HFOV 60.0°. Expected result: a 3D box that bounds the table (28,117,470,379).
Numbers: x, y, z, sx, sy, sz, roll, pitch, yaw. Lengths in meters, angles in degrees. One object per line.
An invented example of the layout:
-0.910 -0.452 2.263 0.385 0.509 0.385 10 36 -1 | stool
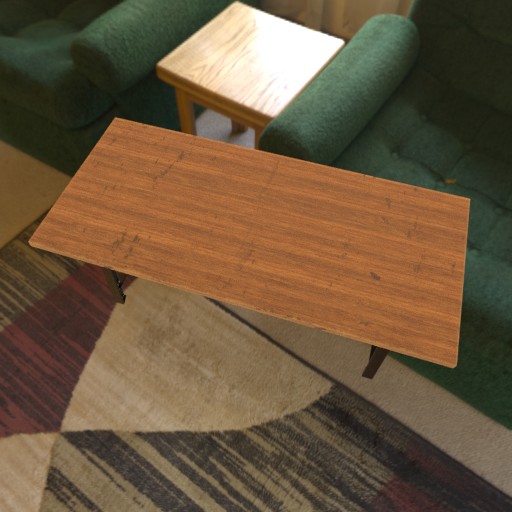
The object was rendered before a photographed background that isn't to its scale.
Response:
0.000 0.000 2.726 2.200 0.757 1.000 15 60 9 | table
